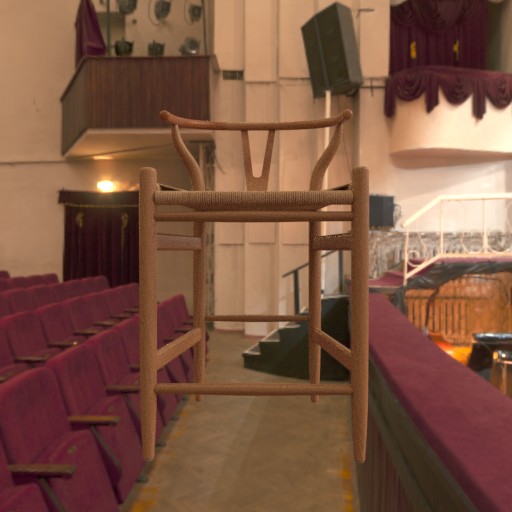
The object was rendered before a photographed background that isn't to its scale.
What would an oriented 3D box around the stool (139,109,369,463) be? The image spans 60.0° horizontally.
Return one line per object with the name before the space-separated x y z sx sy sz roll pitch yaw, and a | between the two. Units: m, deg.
stool | 0.000 0.000 1.272 0.536 0.923 0.575 0 1 1
